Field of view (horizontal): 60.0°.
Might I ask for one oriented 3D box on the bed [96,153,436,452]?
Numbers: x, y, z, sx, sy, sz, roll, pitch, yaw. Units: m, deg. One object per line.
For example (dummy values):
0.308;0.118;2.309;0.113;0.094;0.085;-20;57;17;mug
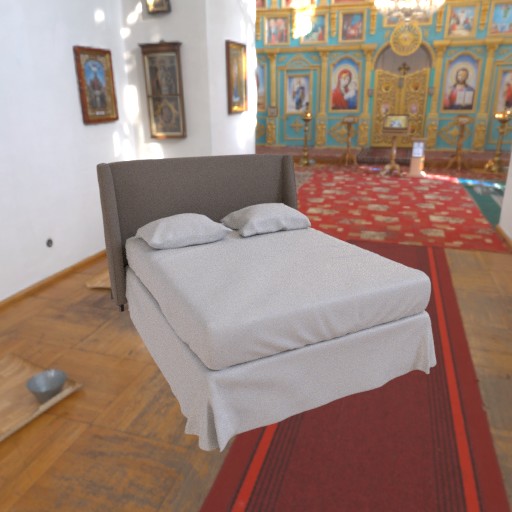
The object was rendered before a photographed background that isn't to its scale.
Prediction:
0.000;0.000;3.461;1.925;1.332;2.276;-9;21;-26;bed
